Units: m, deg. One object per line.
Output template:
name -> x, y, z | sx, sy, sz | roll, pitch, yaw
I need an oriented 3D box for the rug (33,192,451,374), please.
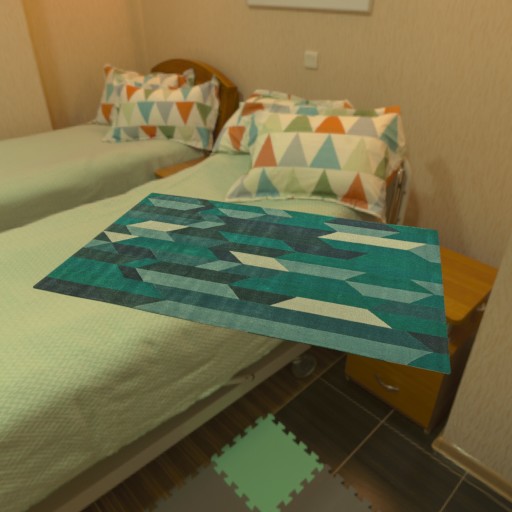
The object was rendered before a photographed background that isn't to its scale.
rug -> 0.000, 0.000, 3.046 | 2.420, 0.005, 1.528 | 9, 33, 14
